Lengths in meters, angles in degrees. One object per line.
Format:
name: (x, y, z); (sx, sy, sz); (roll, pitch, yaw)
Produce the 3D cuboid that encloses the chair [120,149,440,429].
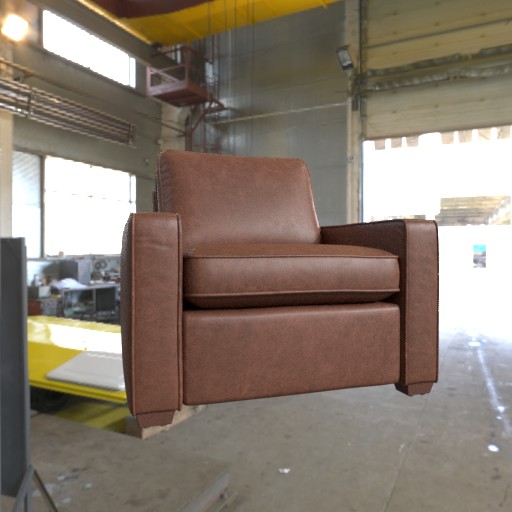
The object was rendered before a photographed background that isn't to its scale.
chair: (0.000, 0.000, 1.741); (1.017, 0.919, 0.940); (0, 1, -18)
